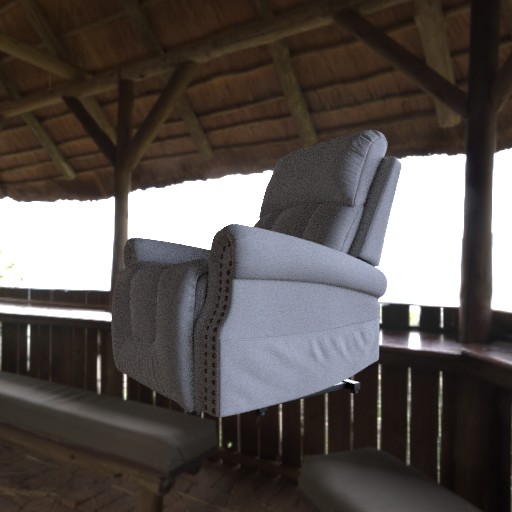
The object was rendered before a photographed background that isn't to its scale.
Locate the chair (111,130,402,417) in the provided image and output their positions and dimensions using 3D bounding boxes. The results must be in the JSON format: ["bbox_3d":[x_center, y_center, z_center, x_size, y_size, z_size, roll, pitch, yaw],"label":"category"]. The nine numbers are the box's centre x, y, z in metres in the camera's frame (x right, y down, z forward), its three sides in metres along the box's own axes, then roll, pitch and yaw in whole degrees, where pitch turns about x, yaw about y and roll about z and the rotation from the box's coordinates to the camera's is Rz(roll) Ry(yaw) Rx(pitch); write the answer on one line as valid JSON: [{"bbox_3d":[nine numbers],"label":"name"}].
[{"bbox_3d":[0.000,0.000,1.751,0.979,1.031,0.871,1,-2,-36],"label":"chair"}]
